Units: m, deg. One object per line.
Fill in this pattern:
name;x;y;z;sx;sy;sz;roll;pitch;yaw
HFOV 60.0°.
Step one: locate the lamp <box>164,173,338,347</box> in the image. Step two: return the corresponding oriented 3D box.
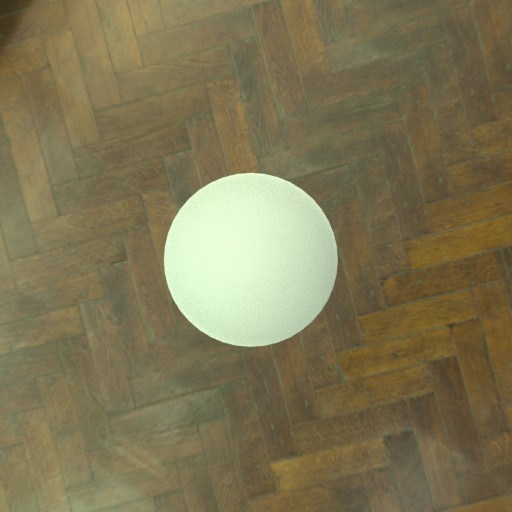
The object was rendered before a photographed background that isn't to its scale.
lamp;0.000;0.000;0.561;0.153;0.480;0.153;0;91;2
